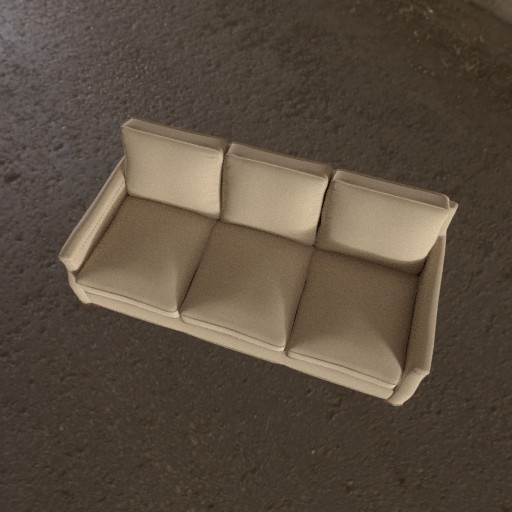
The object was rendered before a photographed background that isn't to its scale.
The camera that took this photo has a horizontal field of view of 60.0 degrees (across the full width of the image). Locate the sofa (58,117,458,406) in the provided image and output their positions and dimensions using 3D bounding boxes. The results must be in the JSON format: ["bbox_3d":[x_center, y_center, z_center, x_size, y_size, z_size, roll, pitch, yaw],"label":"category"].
[{"bbox_3d":[0.000,0.000,2.833,2.246,1.003,1.084,16,61,9],"label":"sofa"}]
